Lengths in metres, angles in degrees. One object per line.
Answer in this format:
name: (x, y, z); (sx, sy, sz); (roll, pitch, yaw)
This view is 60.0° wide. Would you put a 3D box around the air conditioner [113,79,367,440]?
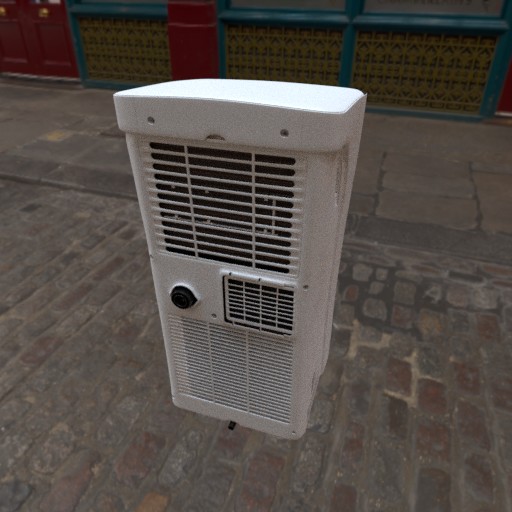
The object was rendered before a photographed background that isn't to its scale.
air conditioner: (0.000, 0.000, 0.930); (0.352, 0.716, 0.369); (10, 33, 16)
